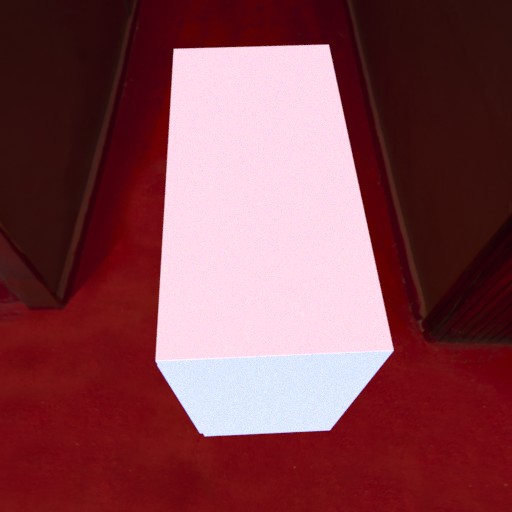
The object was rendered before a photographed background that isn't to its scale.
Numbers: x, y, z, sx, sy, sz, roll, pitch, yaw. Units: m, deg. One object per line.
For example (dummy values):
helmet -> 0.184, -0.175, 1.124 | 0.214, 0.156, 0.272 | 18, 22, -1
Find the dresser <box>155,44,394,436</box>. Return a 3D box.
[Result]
dresser -> 0.000, 0.000, 1.259 | 0.420, 0.740, 0.830 | -2, 59, -1
